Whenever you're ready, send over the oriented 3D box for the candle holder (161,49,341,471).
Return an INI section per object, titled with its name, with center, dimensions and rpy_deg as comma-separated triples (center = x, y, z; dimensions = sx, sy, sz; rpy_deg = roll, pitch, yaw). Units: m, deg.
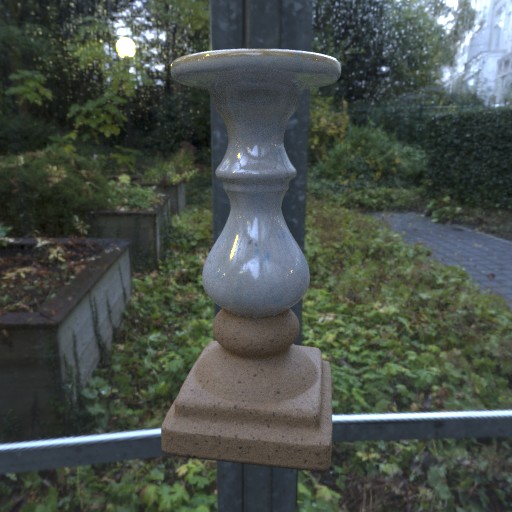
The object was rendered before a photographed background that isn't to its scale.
[candle holder]
center = 0.000, 0.000, 0.298
dimensions = 0.110, 0.239, 0.110
rpy_deg = 2, 15, 9
